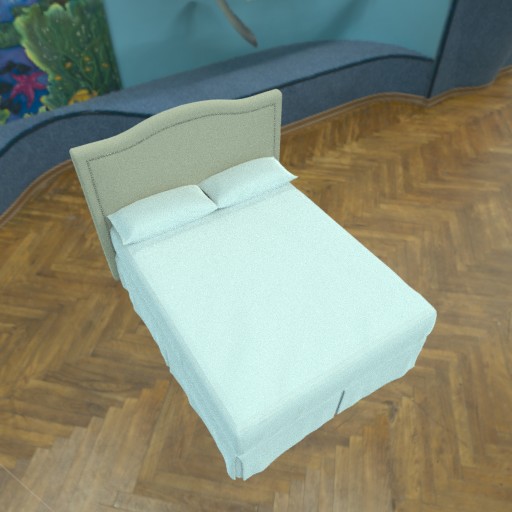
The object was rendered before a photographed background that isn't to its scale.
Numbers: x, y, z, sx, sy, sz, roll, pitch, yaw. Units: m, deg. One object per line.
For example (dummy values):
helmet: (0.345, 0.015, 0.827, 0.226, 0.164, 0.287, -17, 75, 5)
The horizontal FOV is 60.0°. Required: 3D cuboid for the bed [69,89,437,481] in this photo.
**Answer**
bed: (0.000, 0.000, 3.228, 1.753, 1.460, 2.143, -24, 50, -22)
